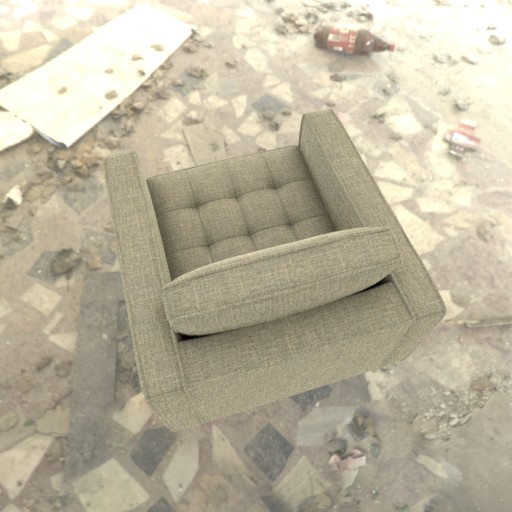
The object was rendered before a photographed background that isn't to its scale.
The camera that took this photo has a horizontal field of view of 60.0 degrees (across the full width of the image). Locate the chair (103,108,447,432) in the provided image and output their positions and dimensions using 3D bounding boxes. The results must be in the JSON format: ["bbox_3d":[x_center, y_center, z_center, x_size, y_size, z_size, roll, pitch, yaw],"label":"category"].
[{"bbox_3d":[0.000,0.000,1.572,0.889,0.765,0.914,-15,60,-9],"label":"chair"}]
